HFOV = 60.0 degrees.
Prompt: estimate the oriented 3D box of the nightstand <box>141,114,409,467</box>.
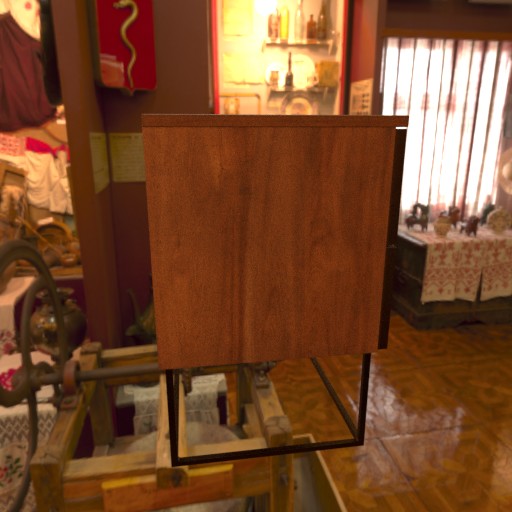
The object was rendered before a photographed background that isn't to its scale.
[{"bbox_3d":[0.000,0.000,1.034,0.427,0.611,0.605,-3,16,-9],"label":"nightstand"}]
